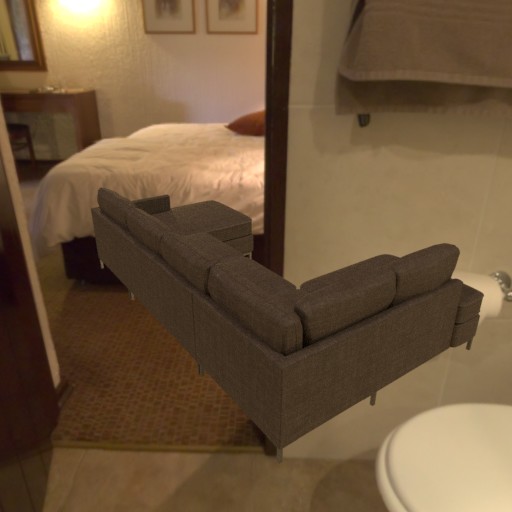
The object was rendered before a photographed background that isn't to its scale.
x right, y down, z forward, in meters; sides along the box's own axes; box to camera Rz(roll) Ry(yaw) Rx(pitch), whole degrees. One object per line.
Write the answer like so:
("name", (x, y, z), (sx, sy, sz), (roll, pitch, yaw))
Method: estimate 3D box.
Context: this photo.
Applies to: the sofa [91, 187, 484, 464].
("sofa", (0.000, 0.000, 4.233), (2.048, 0.999, 3.423), (-16, 29, -32))
